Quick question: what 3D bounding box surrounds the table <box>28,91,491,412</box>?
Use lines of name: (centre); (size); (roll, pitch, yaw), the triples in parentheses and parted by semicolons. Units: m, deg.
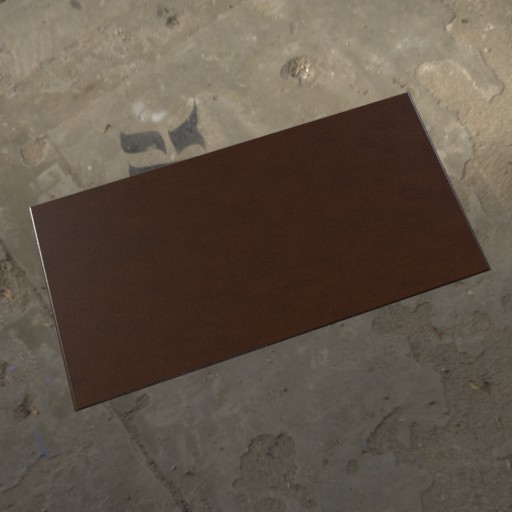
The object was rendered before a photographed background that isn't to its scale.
table: (0.000, 0.000, 1.483); (1.197, 0.459, 0.594); (-18, 77, -4)
